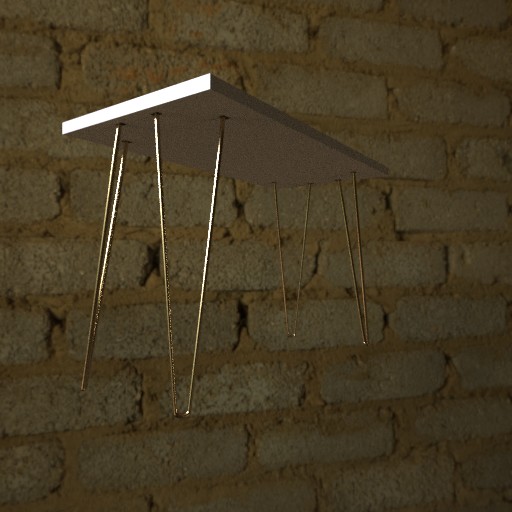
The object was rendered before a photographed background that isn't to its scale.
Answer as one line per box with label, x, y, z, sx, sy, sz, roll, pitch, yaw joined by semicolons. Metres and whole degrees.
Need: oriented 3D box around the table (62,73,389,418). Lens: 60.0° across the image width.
table;0.000;0.000;1.370;0.498;0.660;0.991;-1;-2;36
